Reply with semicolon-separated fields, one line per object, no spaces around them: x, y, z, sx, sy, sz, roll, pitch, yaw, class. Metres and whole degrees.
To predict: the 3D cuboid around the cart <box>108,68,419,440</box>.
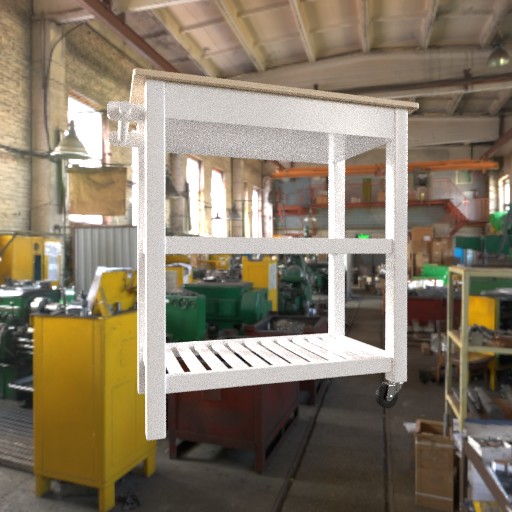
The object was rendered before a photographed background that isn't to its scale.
0.000;0.000;1.424;0.899;0.927;0.457;0;1;-18;cart
